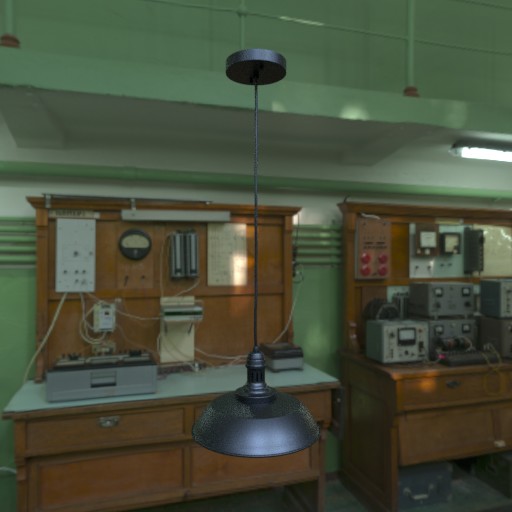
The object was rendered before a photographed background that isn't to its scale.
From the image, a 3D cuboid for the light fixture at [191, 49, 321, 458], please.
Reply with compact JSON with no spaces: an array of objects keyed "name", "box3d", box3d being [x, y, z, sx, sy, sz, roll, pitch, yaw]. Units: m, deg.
[{"name":"light fixture","box3d":[0.000,0.000,1.139,0.331,0.993,0.331,0,0,-18]}]
